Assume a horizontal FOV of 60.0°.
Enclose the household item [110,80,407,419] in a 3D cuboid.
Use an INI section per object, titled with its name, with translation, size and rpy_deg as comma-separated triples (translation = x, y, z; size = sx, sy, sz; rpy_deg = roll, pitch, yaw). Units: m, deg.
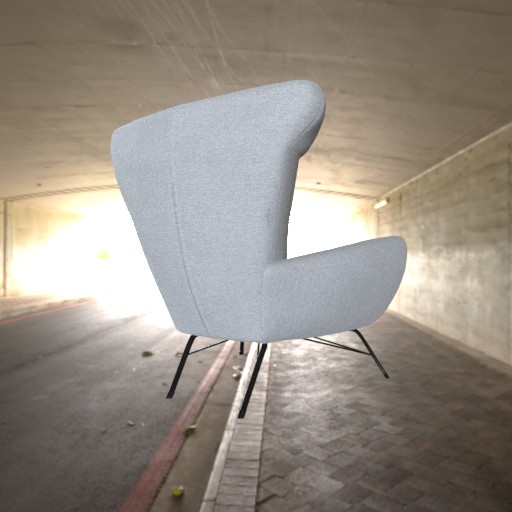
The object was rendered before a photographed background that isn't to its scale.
[household item]
translation = 0.000, 0.000, 1.780
size = 0.980, 1.050, 0.900
rpy_deg = 0, 0, 35
